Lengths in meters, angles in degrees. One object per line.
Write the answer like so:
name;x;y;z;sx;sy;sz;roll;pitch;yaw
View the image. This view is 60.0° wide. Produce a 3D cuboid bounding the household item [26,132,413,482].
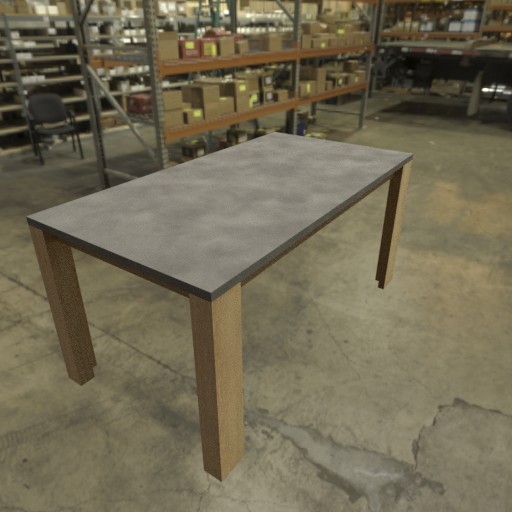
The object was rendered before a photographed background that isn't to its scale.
household item;0.000;0.000;2.096;0.850;0.755;1.600;19;33;31
